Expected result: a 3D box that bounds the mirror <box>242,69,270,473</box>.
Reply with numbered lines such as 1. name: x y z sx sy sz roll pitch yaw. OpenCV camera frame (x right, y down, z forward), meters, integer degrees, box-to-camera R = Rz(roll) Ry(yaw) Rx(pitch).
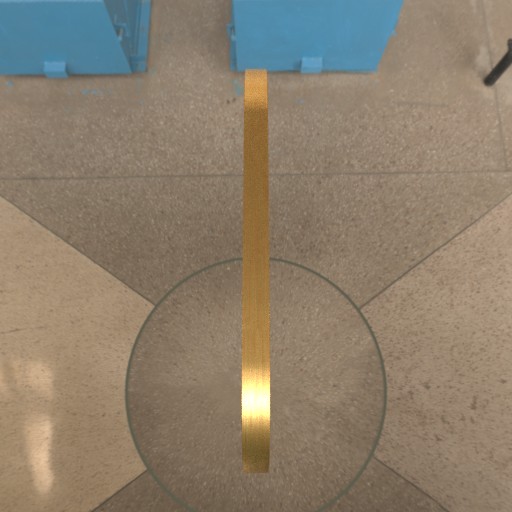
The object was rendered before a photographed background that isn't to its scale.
1. mirror: 0.000 0.000 0.657 0.032 0.254 0.584 0 74 0
